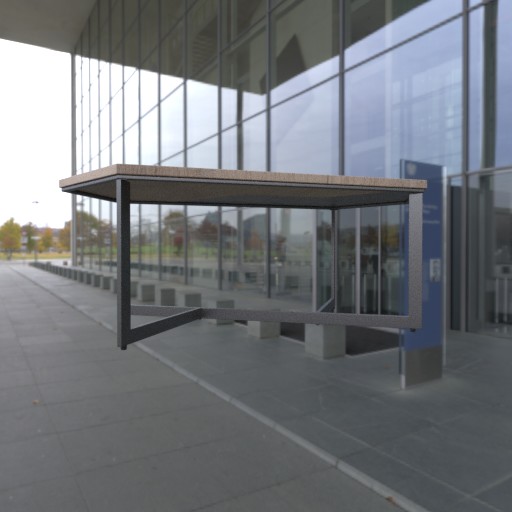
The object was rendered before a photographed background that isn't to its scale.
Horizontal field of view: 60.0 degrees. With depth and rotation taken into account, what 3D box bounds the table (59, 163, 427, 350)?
[{"bbox_3d":[0.000,0.000,1.491,1.219,0.457,0.609,0,1,-17],"label":"table"}]
